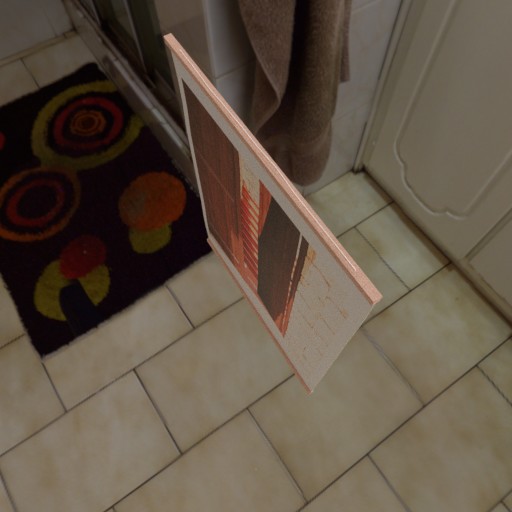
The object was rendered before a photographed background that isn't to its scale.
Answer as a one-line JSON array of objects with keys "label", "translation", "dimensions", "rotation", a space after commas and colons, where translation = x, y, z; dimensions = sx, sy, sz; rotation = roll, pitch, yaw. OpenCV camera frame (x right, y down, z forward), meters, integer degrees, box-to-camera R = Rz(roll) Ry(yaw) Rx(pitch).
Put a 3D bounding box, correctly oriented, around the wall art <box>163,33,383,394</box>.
[{"label": "wall art", "translation": [0.000, 0.000, 1.323], "dimensions": [0.020, 1.013, 0.758], "rotation": [-30, 68, -13]}]
